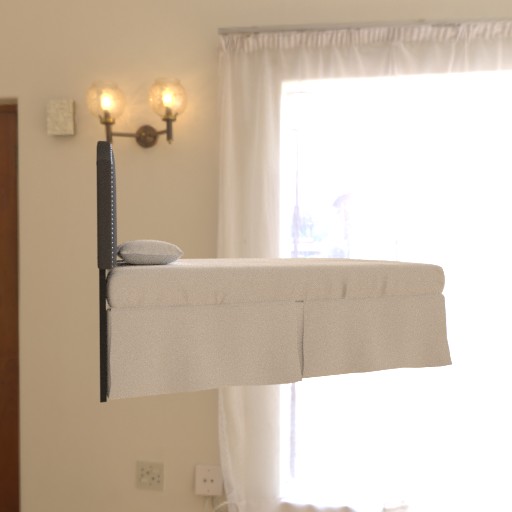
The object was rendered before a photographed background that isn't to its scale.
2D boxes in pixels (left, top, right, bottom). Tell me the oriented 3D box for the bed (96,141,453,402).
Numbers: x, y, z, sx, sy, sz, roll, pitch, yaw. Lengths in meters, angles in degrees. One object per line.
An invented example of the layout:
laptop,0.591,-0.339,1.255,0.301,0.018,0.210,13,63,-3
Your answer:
bed,0.000,0.000,2.984,1.999,1.270,1.558,0,1,-19
